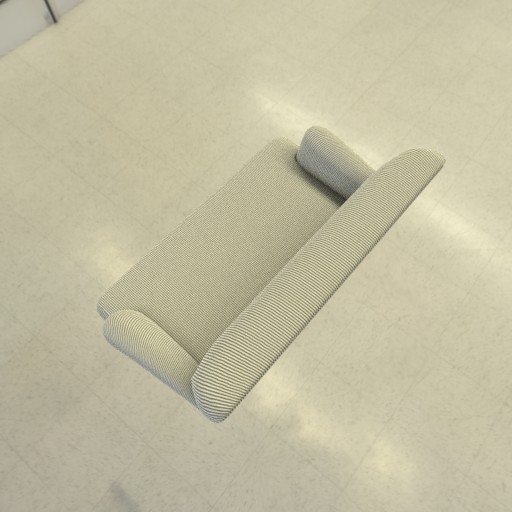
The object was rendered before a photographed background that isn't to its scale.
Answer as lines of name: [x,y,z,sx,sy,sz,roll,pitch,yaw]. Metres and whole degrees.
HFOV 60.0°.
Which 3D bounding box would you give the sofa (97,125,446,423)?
sofa: [0.000,0.000,1.861,0.779,0.889,1.297,39,71,16]
